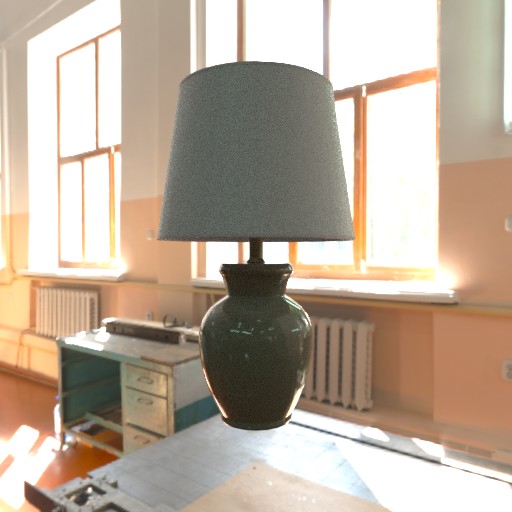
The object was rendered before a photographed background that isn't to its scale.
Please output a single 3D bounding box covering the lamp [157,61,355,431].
[{"bbox_3d":[0.000,0.000,0.547,0.239,0.399,0.239,0,1,0],"label":"lamp"}]
